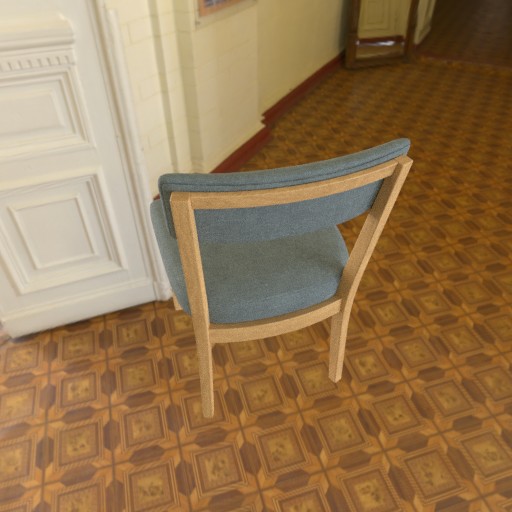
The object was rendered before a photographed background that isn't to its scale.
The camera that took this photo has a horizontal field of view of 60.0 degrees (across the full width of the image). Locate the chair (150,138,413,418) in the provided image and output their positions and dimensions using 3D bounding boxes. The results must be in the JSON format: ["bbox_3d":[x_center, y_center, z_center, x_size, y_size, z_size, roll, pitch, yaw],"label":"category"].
[{"bbox_3d":[0.000,0.000,1.219,0.508,0.832,0.572,-11,42,-13],"label":"chair"}]
